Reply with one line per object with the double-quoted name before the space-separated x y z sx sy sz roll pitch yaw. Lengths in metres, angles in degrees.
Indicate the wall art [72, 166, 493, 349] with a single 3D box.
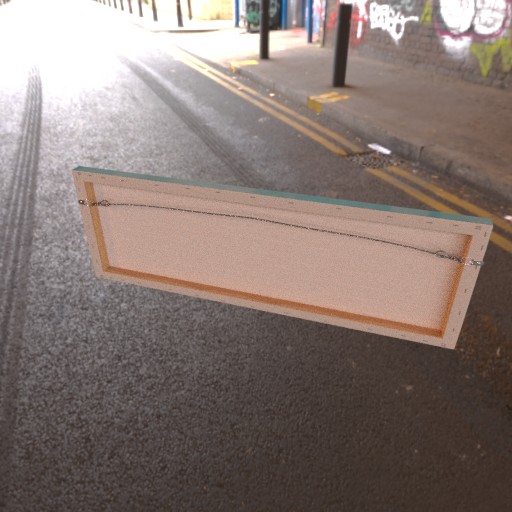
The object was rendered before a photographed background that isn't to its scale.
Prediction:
"wall art" 0.000 0.000 0.835 0.759 0.254 0.044 10 33 15
